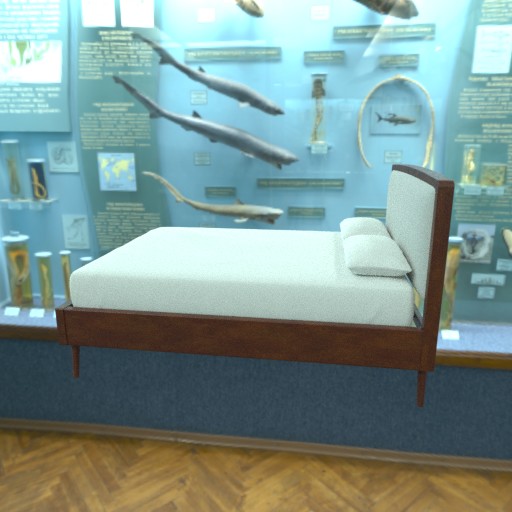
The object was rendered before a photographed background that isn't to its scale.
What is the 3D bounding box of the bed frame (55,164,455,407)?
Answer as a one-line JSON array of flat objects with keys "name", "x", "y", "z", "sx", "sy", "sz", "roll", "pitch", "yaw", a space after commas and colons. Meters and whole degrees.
[{"name": "bed frame", "x": 0.000, "y": 0.000, "z": 3.190, "sx": 2.171, "sy": 1.279, "sz": 1.587, "roll": 2, "pitch": 15, "yaw": 8}]
